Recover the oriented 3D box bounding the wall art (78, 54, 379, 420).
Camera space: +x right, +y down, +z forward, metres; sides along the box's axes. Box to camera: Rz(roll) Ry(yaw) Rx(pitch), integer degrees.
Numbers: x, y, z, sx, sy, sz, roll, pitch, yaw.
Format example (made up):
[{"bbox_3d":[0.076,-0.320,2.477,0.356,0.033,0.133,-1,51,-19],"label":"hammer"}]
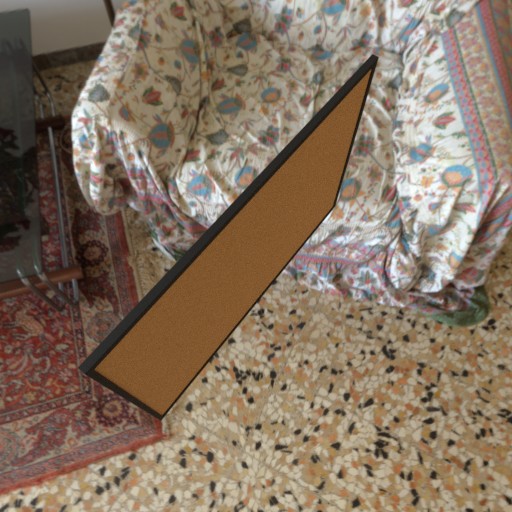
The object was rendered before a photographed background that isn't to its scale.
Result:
[{"bbox_3d":[0.000,0.000,0.835,0.013,0.458,0.664,34,68,16],"label":"wall art"}]
